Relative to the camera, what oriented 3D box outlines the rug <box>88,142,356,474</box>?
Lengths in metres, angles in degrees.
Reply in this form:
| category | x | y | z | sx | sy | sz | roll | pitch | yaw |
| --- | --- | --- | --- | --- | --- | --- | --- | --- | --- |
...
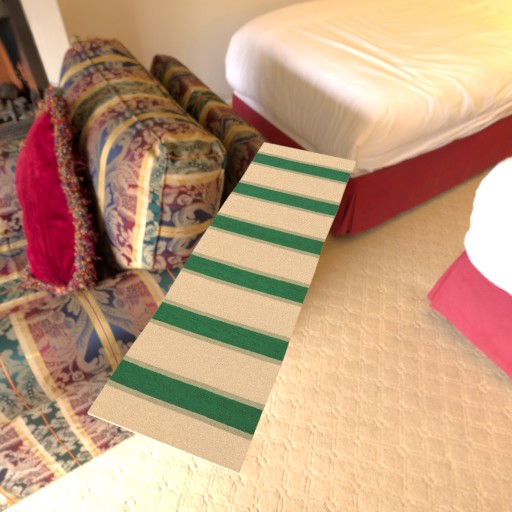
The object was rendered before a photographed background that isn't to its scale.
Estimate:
| category | x | y | z | sx | sy | sz | roll | pitch | yaw |
| --- | --- | --- | --- | --- | --- | --- | --- | --- | --- |
| rug | 0.000 | 0.000 | 2.756 | 0.768 | 0.012 | 2.438 | 15 | 48 | 14 |
